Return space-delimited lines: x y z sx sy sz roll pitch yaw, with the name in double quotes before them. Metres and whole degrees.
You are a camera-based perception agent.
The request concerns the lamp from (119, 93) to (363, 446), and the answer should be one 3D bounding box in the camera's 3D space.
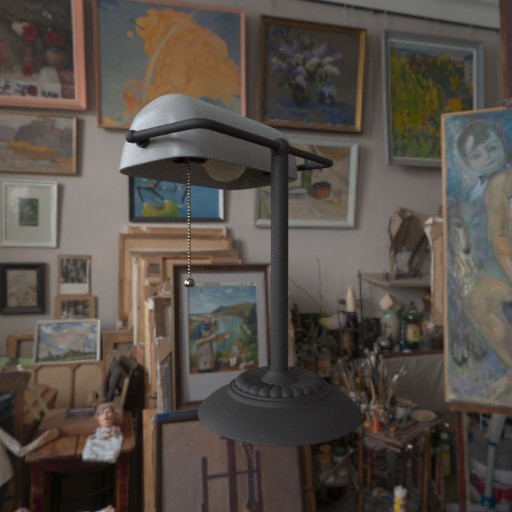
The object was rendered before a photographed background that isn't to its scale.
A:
"lamp" 0.000 0.000 0.504 0.243 0.339 0.264 1 2 36
